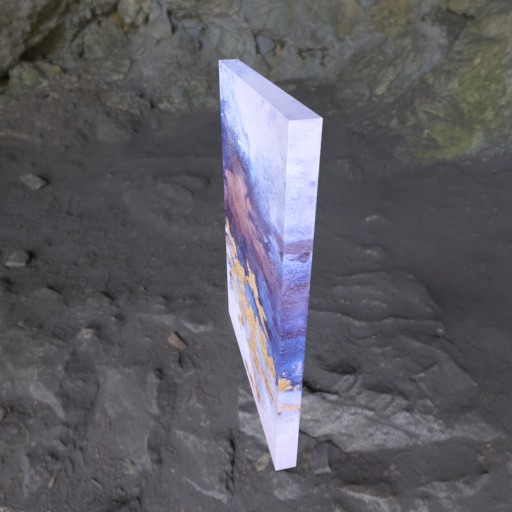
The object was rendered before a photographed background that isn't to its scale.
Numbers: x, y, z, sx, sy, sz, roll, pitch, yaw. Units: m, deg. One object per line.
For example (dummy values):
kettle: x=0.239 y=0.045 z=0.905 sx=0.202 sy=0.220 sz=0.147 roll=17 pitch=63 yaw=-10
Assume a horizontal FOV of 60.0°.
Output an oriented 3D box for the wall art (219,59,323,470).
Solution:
wall art: x=0.000 y=0.000 z=0.778 sx=0.036 sy=0.581 sz=0.437 roll=-7 pitch=32 yaw=-11
